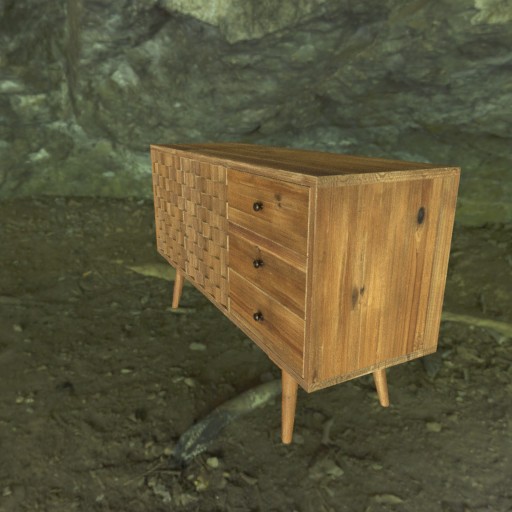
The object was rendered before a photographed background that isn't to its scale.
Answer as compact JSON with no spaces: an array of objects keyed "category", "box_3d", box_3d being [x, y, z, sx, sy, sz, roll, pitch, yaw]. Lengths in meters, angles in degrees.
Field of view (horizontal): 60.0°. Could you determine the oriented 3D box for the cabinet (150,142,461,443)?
[{"category":"cabinet","box_3d":[0.000,0.000,1.754,0.472,0.800,1.400,-9,19,-26]}]
